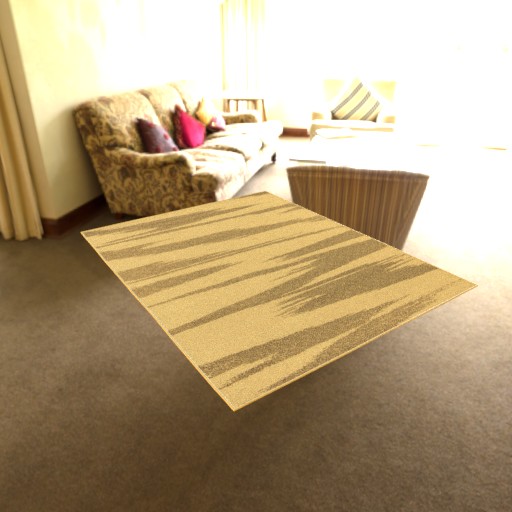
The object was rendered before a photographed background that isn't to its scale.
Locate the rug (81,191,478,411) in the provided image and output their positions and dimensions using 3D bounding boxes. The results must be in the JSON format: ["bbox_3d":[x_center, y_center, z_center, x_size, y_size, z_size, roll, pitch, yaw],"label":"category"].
[{"bbox_3d":[0.000,0.000,4.066,2.353,0.014,2.945,-17,31,-31],"label":"rug"}]
